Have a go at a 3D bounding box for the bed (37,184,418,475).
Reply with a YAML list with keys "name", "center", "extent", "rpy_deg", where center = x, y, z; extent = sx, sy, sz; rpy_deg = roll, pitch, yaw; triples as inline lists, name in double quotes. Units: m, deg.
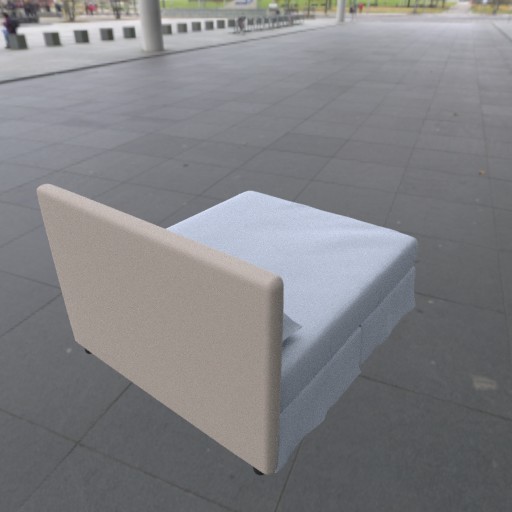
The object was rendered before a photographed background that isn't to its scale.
- name: "bed"
  center: [0.000, 0.000, 3.289]
  extent: [1.884, 1.330, 2.142]
  rpy_deg: [21, 36, 32]
